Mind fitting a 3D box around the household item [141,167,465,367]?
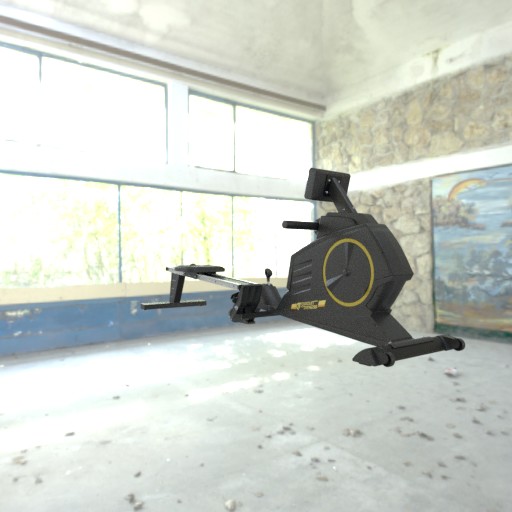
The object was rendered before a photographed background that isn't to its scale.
[{"bbox_3d":[0.000,0.000,2.568,0.521,0.810,2.251,0,0,-36],"label":"household item"}]
